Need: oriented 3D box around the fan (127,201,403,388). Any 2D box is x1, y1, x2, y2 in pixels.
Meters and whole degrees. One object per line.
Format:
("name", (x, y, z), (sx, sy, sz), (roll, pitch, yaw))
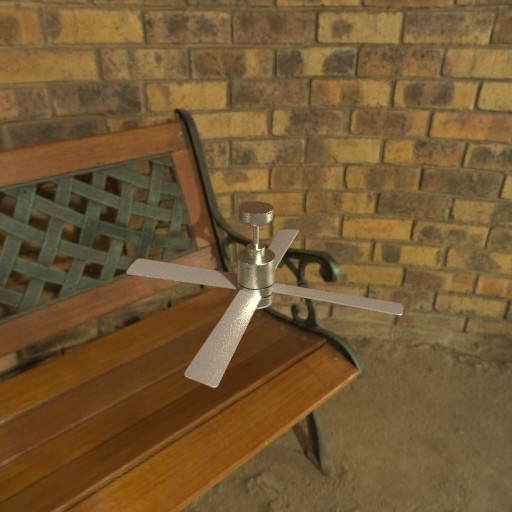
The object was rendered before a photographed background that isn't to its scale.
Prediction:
("fan", (0.000, 0.000, 2.314), (1.525, 0.539, 1.525), (8, 29, 16))
